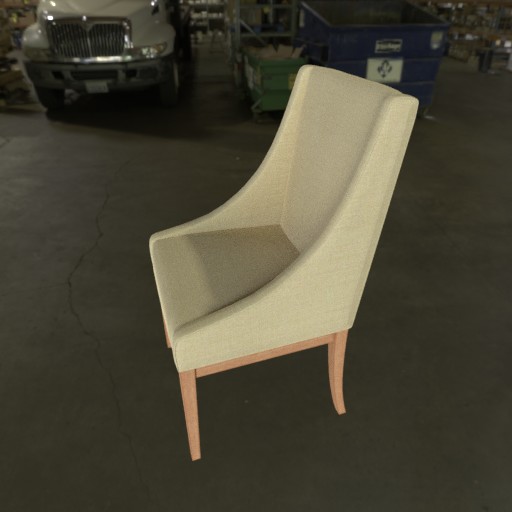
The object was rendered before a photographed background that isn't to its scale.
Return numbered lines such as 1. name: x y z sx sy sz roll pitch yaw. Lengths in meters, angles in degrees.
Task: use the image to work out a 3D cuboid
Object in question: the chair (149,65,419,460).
1. chair: 0.000 0.000 1.374 0.611 1.021 0.575 -9 32 -15
